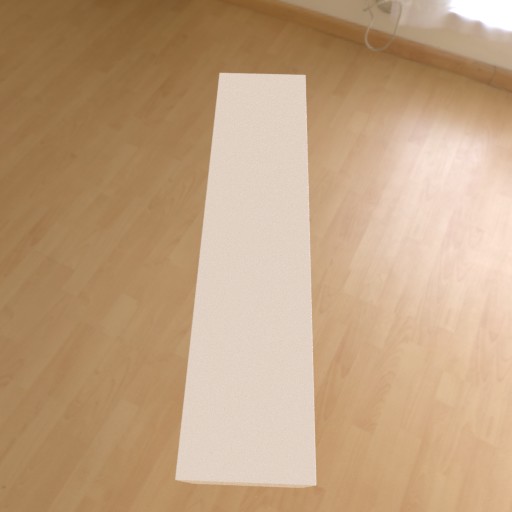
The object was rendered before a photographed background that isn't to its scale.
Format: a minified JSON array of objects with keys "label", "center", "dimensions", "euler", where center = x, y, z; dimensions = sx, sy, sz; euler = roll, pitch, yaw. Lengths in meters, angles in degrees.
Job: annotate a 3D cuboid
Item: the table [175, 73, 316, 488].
[{"label":"table","center":[0.000,0.000,1.798],"dimensions":[0.390,0.420,1.650],"euler":[2,62,1]}]
